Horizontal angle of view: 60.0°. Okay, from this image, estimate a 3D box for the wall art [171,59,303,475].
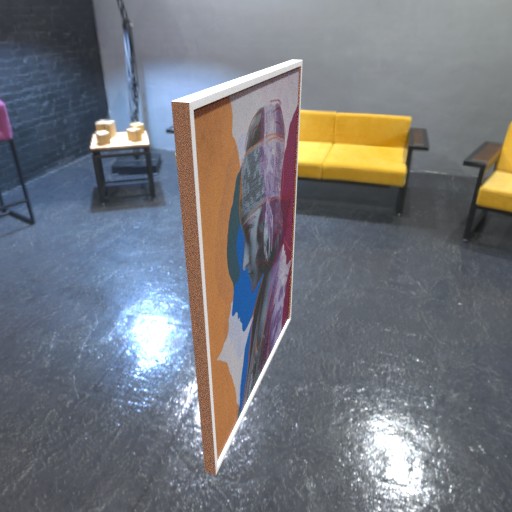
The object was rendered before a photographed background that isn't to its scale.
[{"bbox_3d":[0.000,0.000,1.377,0.039,1.050,0.795,10,31,17],"label":"wall art"}]
